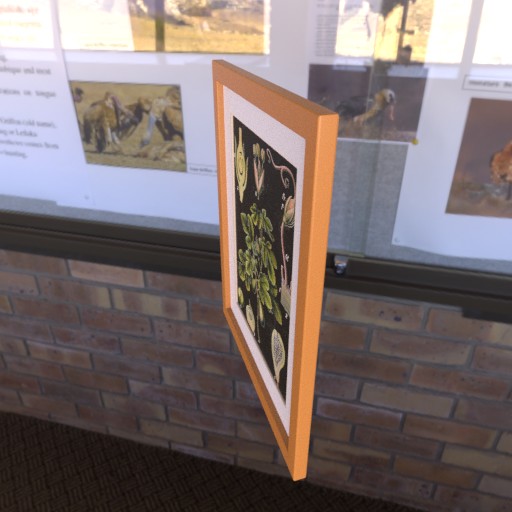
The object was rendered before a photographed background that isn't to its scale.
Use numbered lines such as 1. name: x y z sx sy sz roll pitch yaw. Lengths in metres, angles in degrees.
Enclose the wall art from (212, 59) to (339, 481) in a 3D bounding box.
1. wall art: 0.000 0.000 0.504 0.015 0.379 0.310 -9 31 -15
